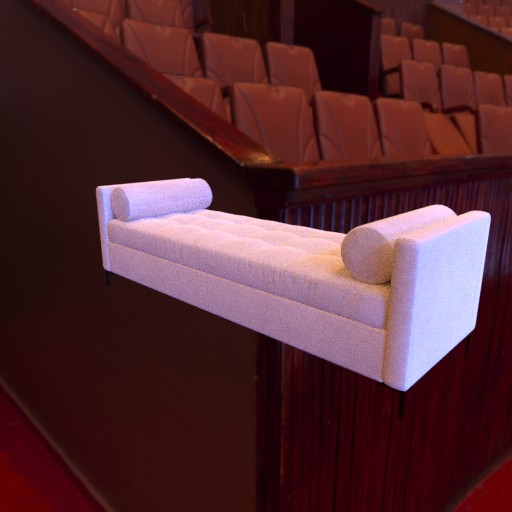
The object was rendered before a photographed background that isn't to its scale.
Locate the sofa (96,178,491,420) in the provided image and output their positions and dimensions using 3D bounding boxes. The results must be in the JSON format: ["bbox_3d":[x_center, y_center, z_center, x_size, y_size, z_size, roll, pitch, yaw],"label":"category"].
[{"bbox_3d":[0.000,0.000,2.284,1.981,0.635,0.686,14,21,41],"label":"sofa"}]
